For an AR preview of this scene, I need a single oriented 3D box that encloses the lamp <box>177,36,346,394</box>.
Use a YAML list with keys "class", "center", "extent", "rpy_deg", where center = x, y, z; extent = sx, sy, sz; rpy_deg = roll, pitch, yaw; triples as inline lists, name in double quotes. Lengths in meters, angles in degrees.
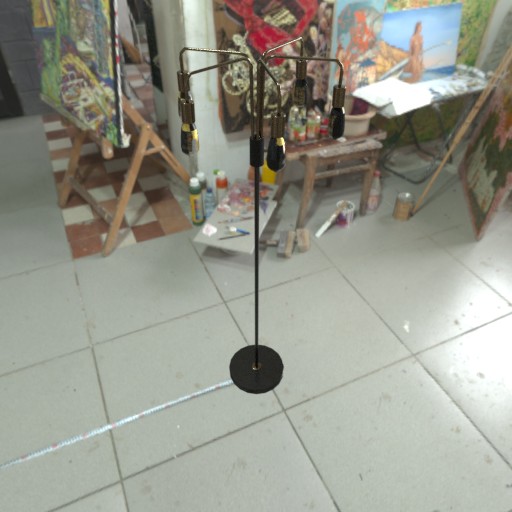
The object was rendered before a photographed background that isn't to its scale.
- class: "lamp"
  center: [0.000, 0.000, 1.980]
  extent: [0.572, 1.721, 0.599]
  rpy_deg: [26, 47, 26]
